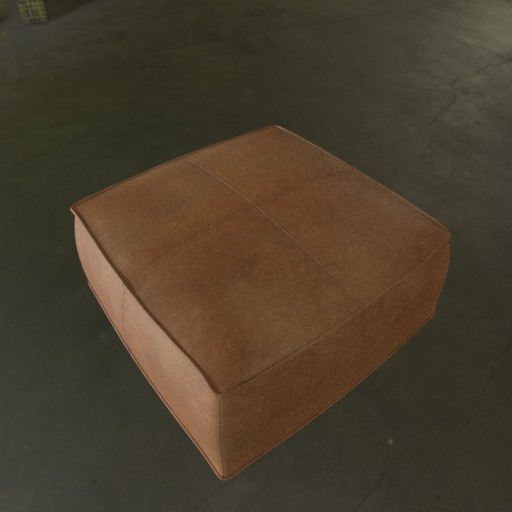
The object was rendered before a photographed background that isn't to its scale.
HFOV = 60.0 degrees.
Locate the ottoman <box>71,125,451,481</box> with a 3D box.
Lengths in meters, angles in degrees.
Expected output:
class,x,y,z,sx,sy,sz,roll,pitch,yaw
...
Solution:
class,x,y,z,sx,sy,sz,roll,pitch,yaw
ottoman,0.000,0.000,1.384,0.902,0.395,0.901,-29,52,-26
